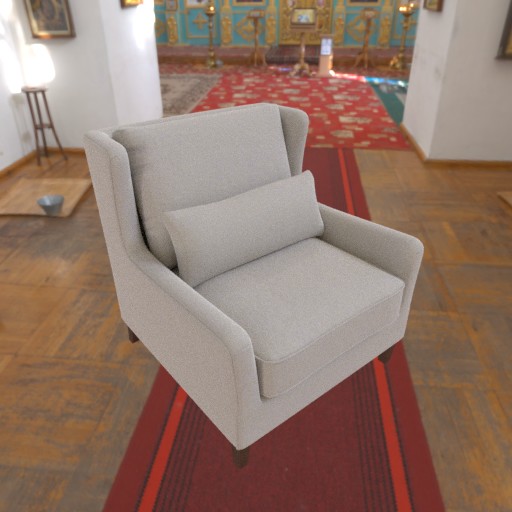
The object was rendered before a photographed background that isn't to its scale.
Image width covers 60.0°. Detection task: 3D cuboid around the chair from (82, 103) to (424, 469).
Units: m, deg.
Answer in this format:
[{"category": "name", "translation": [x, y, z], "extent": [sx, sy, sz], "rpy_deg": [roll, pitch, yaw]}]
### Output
[{"category": "chair", "translation": [0.000, 0.000, 1.872], "extent": [0.982, 1.056, 1.040], "rpy_deg": [-22, 37, -33]}]
